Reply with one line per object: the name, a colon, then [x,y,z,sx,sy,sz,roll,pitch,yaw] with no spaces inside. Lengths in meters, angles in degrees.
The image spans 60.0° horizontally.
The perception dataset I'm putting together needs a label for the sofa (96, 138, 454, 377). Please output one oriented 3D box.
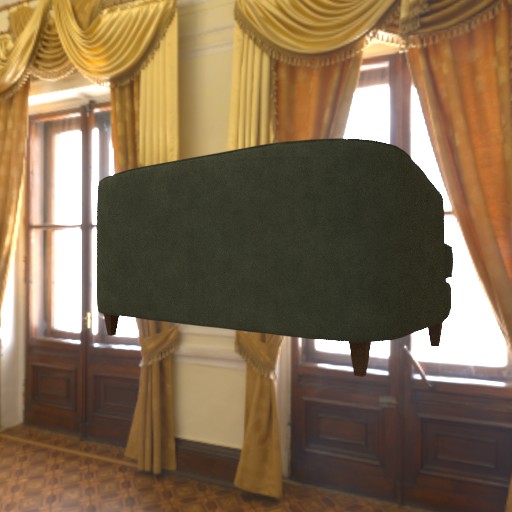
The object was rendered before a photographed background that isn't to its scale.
sofa: [0.000,0.000,2.274,1.733,0.855,0.941,0,0,36]
